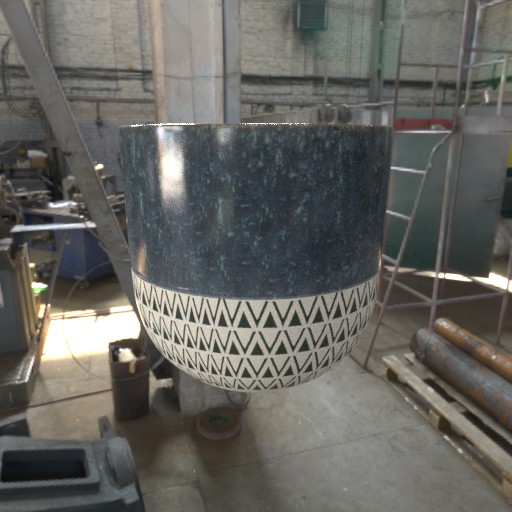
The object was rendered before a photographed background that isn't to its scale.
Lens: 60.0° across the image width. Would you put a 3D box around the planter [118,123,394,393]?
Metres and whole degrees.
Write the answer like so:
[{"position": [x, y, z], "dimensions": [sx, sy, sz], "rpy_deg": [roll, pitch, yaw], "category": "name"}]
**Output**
[{"position": [0.000, 0.000, 0.481], "dimensions": [0.266, 0.270, 0.266], "rpy_deg": [0, 15, 0], "category": "planter"}]
